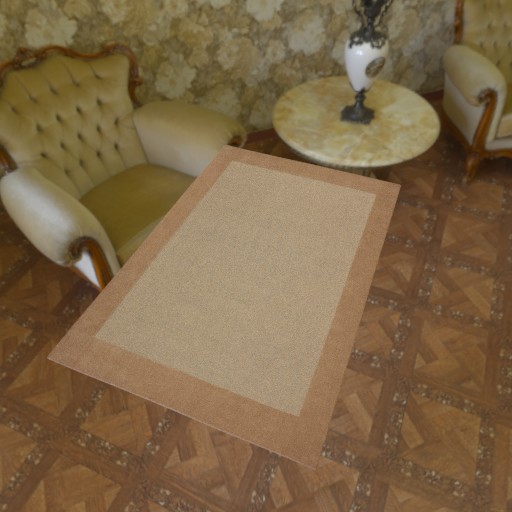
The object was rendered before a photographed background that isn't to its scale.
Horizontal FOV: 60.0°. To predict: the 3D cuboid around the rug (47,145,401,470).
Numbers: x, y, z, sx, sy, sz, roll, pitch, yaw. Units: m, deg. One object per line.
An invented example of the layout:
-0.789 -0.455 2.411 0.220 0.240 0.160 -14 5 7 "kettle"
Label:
0.000 0.000 2.351 1.219 0.014 1.829 16 48 15 "rug"
